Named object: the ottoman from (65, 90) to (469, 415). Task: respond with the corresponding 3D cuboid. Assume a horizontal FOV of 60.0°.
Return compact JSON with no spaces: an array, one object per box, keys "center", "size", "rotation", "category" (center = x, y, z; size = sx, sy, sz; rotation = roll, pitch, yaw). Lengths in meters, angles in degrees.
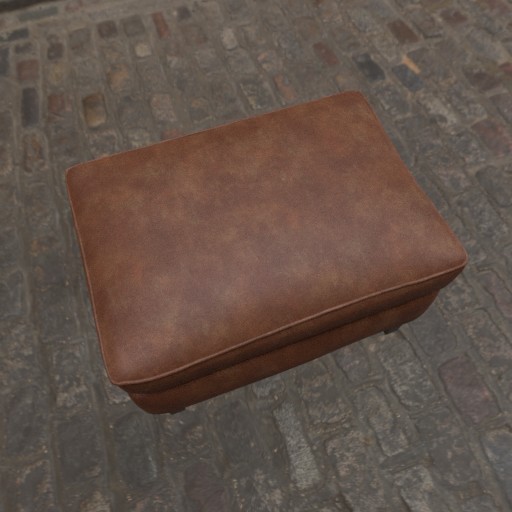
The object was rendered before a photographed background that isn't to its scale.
[{"center":[0.000,0.000,0.980],"size":[0.665,0.418,0.501],"rotation":[-18,64,-9],"category":"ottoman"}]
